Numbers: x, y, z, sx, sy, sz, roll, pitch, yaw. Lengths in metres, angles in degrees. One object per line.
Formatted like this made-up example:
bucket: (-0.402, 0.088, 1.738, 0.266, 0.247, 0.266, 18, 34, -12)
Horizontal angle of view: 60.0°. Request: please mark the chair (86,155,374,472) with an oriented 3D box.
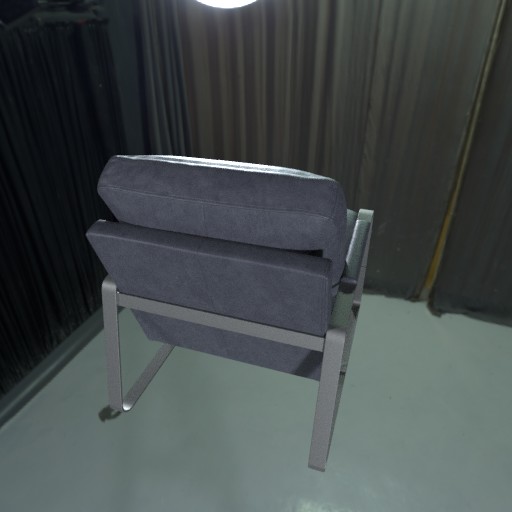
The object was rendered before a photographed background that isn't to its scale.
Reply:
chair: (0.000, 0.000, 1.475, 0.692, 0.839, 0.878, 10, 33, 16)
